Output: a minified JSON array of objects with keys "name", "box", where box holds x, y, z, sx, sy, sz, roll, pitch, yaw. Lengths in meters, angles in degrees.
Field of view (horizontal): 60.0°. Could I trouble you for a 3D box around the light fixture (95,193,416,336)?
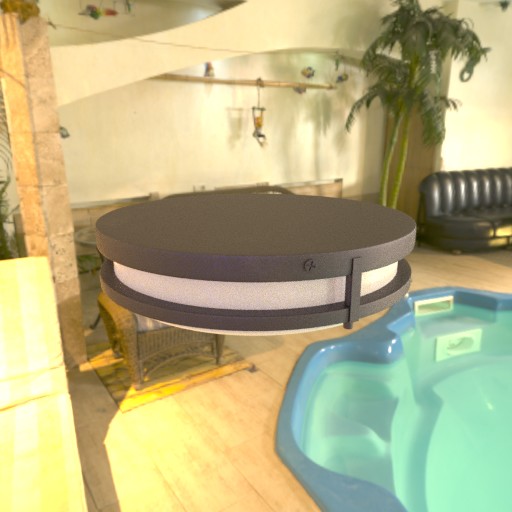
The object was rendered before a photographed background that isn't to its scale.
[{"name":"light fixture","box":[0.000,0.000,0.530,0.356,0.102,0.356,0,16,0]}]
